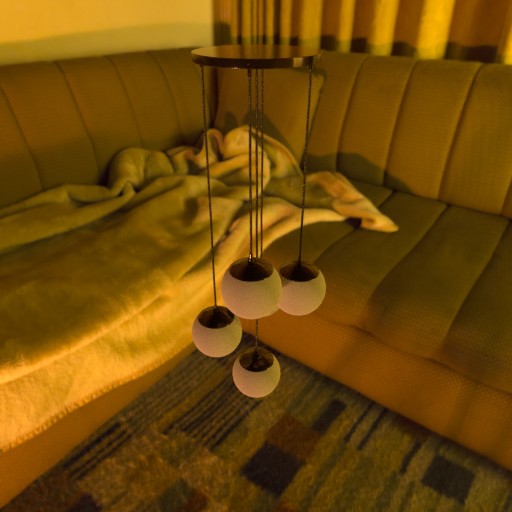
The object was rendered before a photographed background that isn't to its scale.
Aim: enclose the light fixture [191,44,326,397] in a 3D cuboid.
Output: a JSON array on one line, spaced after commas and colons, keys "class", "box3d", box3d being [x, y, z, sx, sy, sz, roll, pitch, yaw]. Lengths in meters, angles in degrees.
[{"class": "light fixture", "box3d": [0.000, 0.000, 1.504, 0.484, 1.271, 0.489, 8, 32, 14]}]
